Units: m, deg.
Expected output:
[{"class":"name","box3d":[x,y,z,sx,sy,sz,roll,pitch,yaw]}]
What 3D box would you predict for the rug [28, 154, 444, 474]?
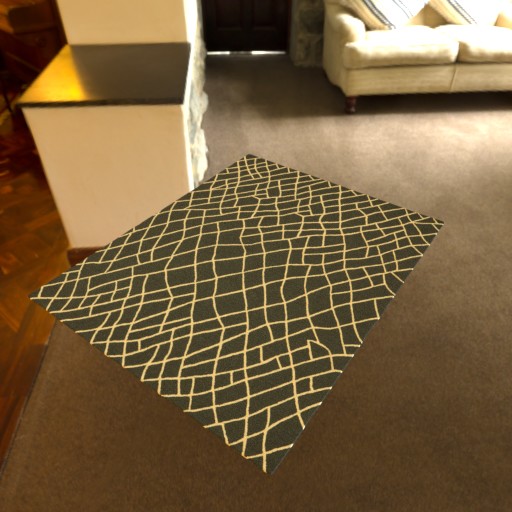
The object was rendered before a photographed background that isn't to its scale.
[{"class":"rug","box3d":[0.000,0.000,4.024,2.439,0.022,3.047,25,47,27]}]
